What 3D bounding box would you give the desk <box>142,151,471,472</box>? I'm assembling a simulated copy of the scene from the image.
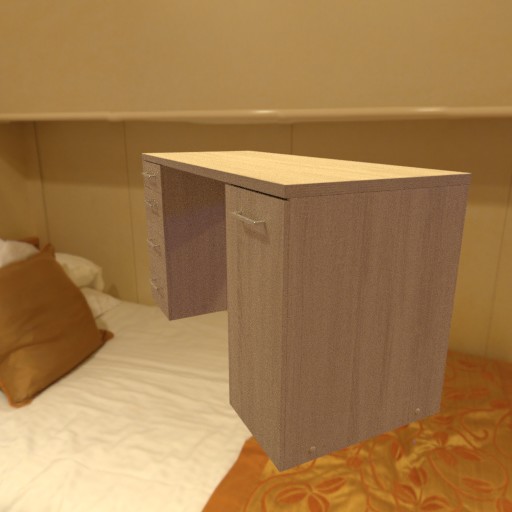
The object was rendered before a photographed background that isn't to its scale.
[{"bbox_3d":[0.000,0.000,1.754,0.600,0.740,1.390,-8,18,-25],"label":"desk"}]
